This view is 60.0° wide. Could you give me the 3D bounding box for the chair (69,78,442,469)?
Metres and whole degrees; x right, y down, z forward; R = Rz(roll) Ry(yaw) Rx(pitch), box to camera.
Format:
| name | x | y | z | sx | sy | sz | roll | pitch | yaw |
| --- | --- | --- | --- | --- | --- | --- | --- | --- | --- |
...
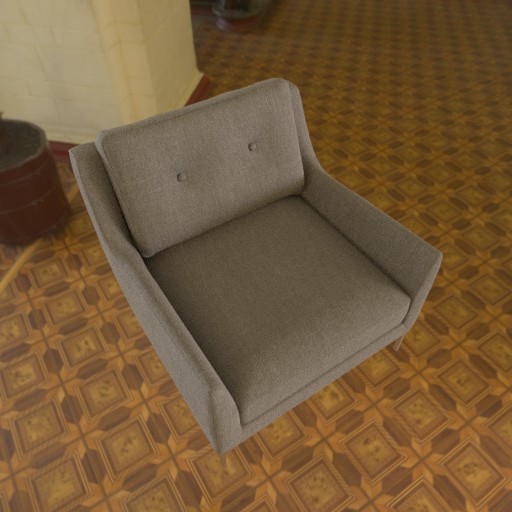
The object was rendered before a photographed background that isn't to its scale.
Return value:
| name | x | y | z | sx | sy | sz | roll | pitch | yaw |
| --- | --- | --- | --- | --- | --- | --- | --- | --- | --- |
| chair | 0.000 | 0.000 | 1.503 | 0.847 | 0.828 | 0.849 | -26 | 53 | -22 |
